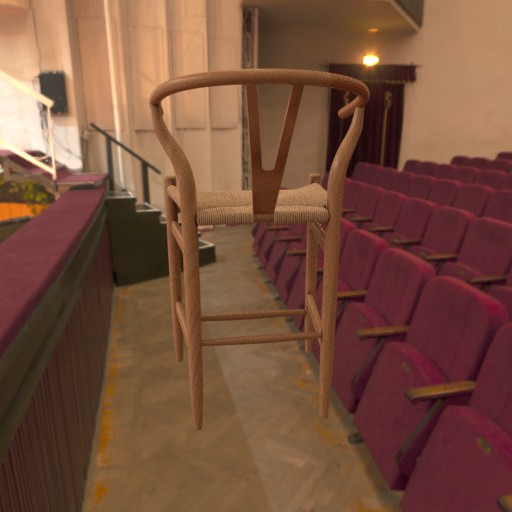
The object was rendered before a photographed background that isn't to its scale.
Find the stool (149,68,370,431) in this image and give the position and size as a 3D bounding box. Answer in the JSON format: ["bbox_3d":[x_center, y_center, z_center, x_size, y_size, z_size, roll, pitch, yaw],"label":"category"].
[{"bbox_3d":[0.000,0.000,1.262,0.536,0.923,0.575,-2,16,-8],"label":"stool"}]
